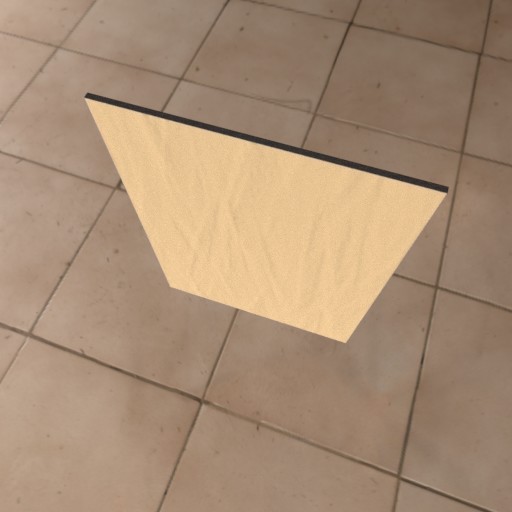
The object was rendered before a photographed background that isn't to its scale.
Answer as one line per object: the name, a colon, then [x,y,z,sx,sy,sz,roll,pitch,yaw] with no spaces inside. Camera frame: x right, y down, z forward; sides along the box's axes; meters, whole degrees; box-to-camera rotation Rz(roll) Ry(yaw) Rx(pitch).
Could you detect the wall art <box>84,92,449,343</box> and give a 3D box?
wall art: [0.000,0.000,1.442,0.810,1.116,0.016,17,65,8]
